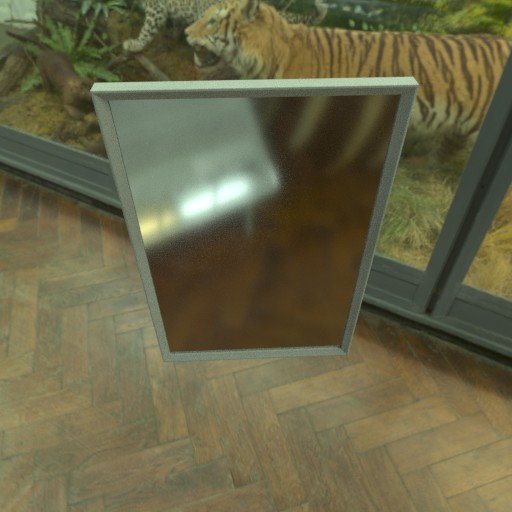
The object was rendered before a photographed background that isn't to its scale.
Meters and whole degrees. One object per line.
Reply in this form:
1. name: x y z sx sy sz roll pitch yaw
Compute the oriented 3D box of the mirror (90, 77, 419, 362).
1. mirror: 0.000 0.000 1.156 0.609 0.915 0.041 -2 45 -2
